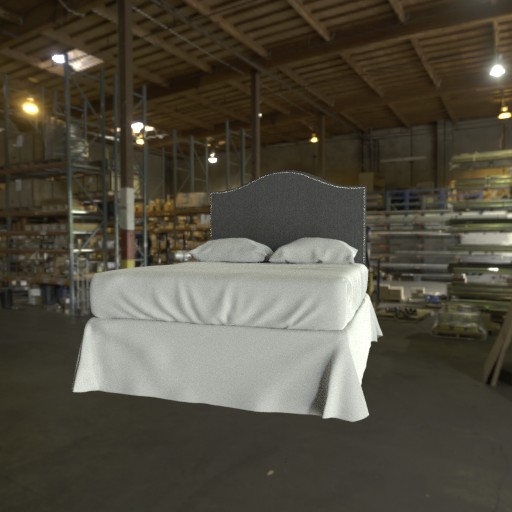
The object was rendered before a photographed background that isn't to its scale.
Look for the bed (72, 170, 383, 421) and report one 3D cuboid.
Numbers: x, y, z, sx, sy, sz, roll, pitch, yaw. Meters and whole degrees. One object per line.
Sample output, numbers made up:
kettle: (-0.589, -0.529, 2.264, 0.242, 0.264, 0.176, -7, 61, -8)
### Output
bed: (0.000, 0.000, 3.479, 1.876, 1.645, 2.221, 0, 2, 17)
